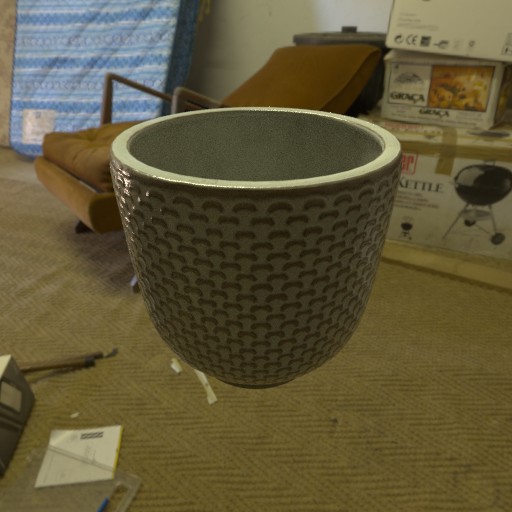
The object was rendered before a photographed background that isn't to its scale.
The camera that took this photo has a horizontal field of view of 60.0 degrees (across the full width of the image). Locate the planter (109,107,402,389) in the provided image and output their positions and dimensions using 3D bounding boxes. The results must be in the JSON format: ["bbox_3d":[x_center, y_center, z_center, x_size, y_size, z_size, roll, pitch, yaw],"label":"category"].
[{"bbox_3d":[0.000,0.000,0.352,0.197,0.191,0.197,0,30,0],"label":"planter"}]
